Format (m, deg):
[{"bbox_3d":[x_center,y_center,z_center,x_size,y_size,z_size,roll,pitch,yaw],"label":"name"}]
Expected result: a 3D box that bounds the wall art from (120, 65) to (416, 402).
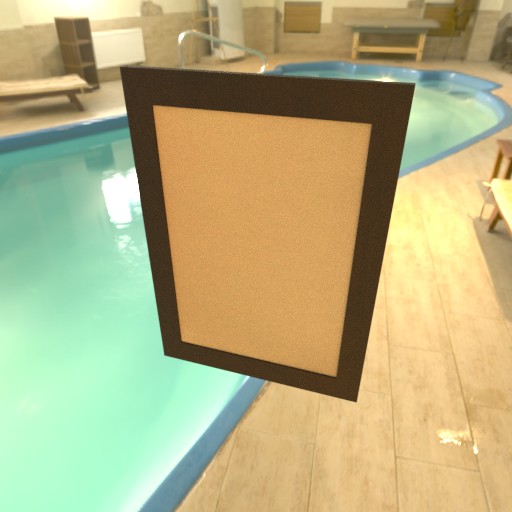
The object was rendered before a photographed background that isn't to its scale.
[{"bbox_3d":[0.000,0.000,0.658,0.359,0.508,0.013,10,34,15],"label":"wall art"}]
